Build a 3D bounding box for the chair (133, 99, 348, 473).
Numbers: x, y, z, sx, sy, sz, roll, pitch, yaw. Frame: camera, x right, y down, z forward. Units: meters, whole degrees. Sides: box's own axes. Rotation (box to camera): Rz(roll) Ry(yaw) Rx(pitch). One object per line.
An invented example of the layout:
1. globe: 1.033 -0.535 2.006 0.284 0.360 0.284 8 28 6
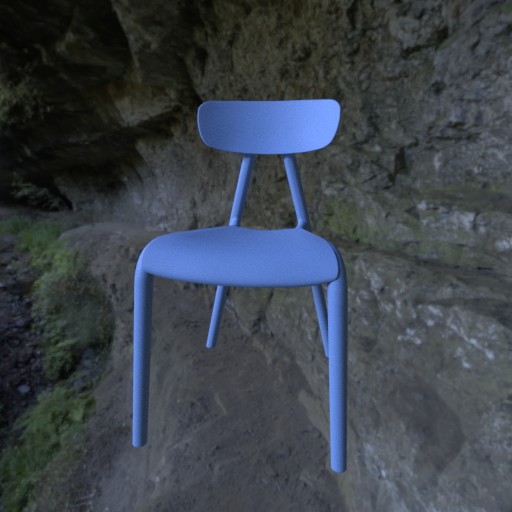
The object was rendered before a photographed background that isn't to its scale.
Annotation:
1. chair: 0.000 0.000 0.832 0.356 0.580 0.401 3 15 10
